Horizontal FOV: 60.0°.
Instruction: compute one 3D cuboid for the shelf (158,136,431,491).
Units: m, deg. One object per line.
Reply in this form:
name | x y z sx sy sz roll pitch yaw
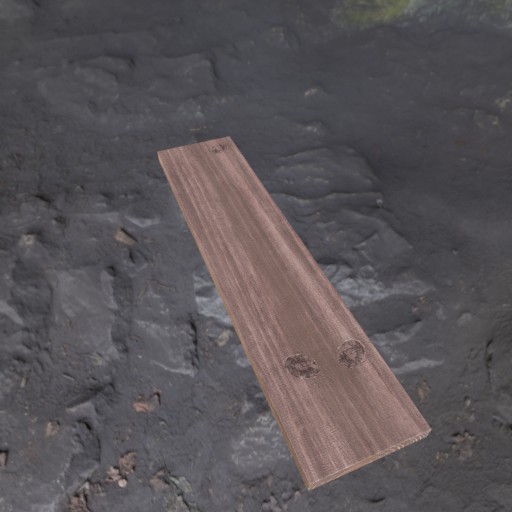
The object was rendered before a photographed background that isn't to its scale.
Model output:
shelf | 0.000 0.000 0.638 0.140 0.020 0.610 -16 48 -15
